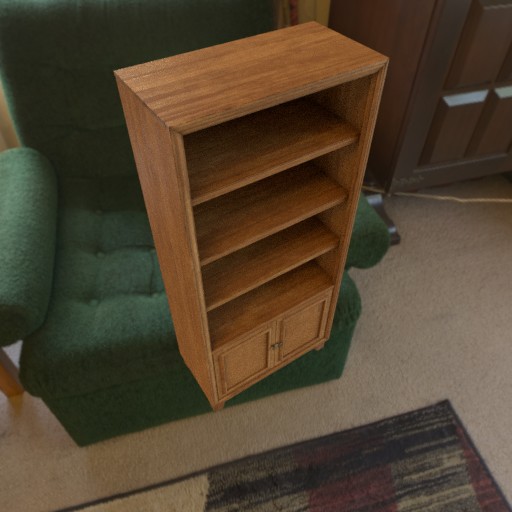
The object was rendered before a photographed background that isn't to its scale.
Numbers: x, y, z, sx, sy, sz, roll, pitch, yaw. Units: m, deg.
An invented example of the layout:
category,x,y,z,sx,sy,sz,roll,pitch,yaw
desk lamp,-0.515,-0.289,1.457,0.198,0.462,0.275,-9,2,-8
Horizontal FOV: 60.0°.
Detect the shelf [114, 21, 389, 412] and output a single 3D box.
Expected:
category,x,y,z,sx,sy,sz,roll,pitch,yaw
shelf,0.000,0.000,2.242,0.864,1.930,0.453,-25,52,-22
